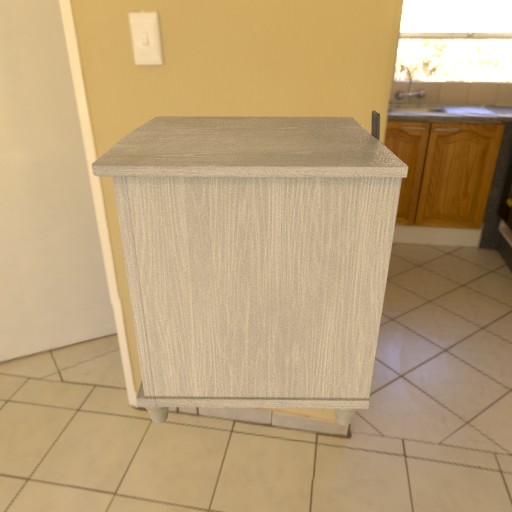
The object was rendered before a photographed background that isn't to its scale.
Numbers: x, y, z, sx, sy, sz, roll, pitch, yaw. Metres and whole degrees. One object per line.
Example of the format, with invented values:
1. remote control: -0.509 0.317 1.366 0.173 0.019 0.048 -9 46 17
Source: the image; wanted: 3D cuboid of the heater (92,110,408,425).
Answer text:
1. heater: 0.000 0.000 0.769 0.400 0.481 0.362 0 26 1
